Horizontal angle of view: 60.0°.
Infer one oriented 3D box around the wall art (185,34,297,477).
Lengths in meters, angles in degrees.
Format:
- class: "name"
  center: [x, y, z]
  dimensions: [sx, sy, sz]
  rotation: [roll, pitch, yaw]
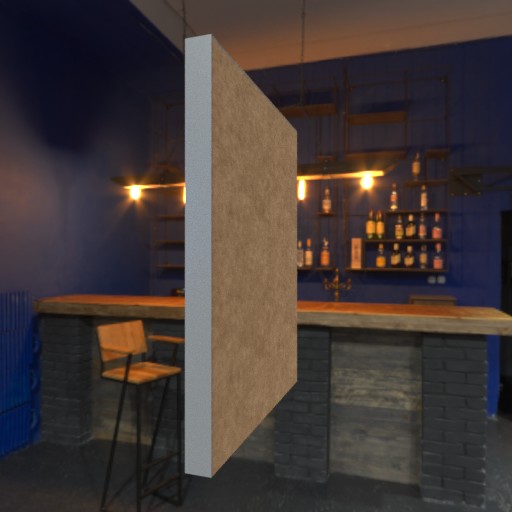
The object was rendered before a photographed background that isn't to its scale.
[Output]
- class: "wall art"
  center: [0.000, 0.000, 0.774]
  dimensions: [0.037, 0.554, 0.453]
  rotation: [0, 0, 19]
